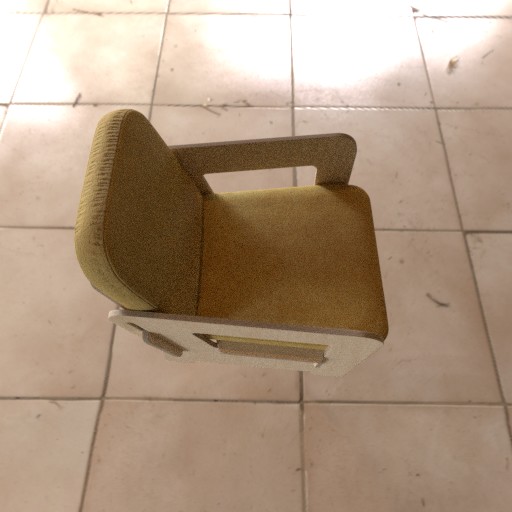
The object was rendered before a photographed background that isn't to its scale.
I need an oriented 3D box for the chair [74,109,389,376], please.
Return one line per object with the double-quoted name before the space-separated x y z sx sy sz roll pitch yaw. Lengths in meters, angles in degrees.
"chair" 0.000 0.000 1.261 0.710 0.800 0.590 0 63 0
